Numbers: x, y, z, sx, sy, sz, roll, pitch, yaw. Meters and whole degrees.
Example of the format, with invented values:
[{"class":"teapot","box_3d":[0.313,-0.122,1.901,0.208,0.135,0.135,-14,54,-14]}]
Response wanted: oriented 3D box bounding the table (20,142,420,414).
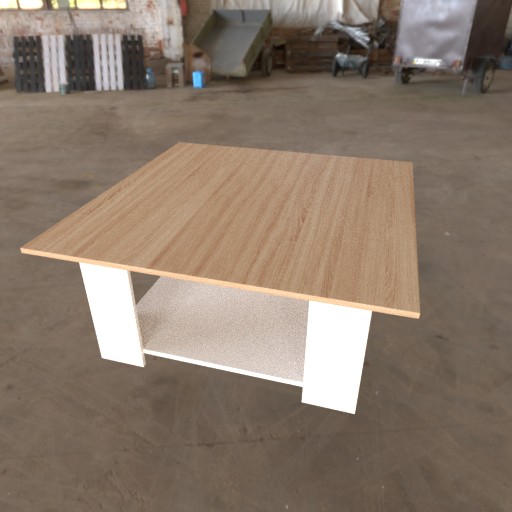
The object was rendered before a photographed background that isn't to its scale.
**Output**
[{"class":"table","box_3d":[0.000,0.000,1.053,0.670,0.305,0.670,8,32,14]}]
